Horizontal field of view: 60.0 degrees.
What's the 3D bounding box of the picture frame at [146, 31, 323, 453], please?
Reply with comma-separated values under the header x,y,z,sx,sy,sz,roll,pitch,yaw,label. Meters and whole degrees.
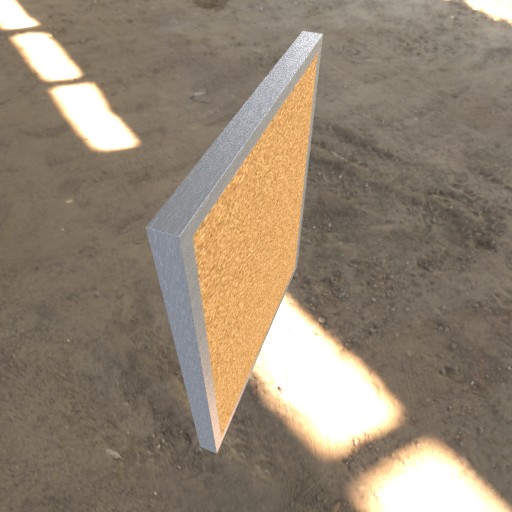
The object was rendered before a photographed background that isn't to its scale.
x,y,z,sx,sy,sz,roll,pitch,yaw,label
0.000,0.000,0.512,0.027,0.378,0.327,16,50,14,picture frame
